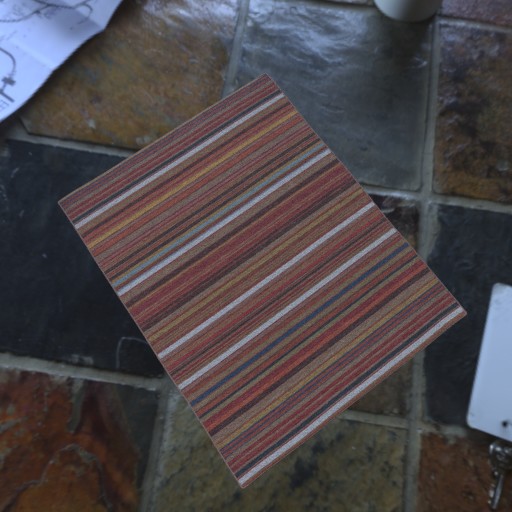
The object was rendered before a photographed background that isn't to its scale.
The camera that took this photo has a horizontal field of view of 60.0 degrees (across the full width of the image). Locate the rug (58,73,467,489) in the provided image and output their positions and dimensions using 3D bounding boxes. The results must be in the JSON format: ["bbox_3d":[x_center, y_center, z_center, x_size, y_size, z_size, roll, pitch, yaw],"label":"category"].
[{"bbox_3d":[0.000,0.000,4.106,2.479,0.023,3.092,-35,78,-8],"label":"rug"}]
